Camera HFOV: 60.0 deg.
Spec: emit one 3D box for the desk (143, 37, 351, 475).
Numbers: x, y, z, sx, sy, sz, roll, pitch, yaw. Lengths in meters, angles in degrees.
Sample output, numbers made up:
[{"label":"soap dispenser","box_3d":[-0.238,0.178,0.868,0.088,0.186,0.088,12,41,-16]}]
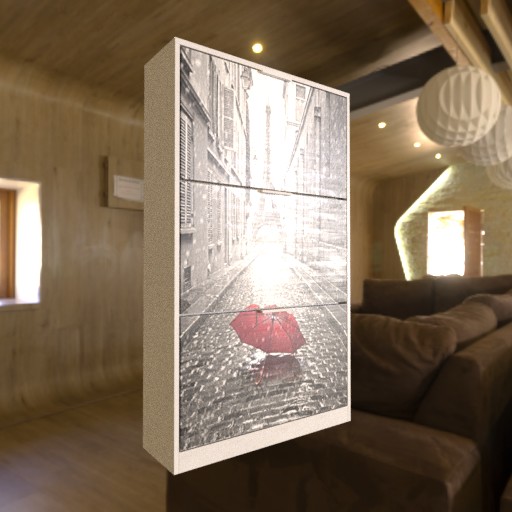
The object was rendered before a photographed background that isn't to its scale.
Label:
[{"label":"desk","box_3d":[0.000,0.000,1.604,0.750,1.280,0.250,1,-1,-36]}]
